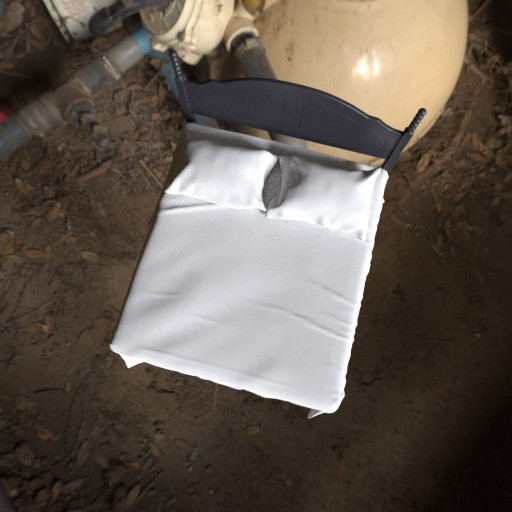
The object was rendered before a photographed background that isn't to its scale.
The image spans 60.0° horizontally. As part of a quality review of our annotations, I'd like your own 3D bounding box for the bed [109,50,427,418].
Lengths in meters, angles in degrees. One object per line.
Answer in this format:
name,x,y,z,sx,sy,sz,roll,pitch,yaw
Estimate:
bed,0.000,0.000,3.171,1.873,1.356,2.040,14,77,4
